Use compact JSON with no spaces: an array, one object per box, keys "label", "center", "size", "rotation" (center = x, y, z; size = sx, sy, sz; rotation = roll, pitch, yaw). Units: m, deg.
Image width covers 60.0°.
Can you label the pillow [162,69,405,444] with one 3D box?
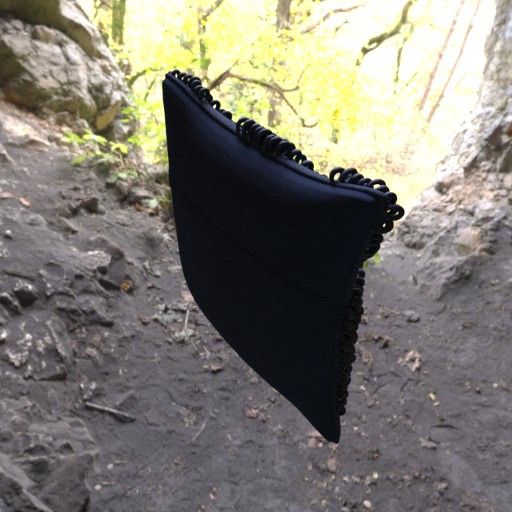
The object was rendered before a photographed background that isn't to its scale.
[{"label":"pillow","center":[0.000,0.000,0.706],"size":[0.172,0.466,0.469],"rotation":[-26,47,-27]}]
